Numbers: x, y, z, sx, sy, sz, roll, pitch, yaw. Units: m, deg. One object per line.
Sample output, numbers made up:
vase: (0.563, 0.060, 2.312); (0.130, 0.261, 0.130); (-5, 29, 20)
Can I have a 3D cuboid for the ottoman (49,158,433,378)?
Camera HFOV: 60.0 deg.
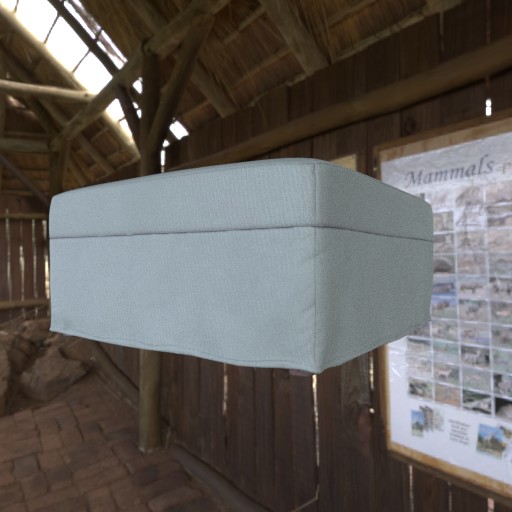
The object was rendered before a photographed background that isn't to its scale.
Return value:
ottoman: (0.000, 0.000, 1.313); (0.842, 0.441, 0.843); (0, 0, 35)
